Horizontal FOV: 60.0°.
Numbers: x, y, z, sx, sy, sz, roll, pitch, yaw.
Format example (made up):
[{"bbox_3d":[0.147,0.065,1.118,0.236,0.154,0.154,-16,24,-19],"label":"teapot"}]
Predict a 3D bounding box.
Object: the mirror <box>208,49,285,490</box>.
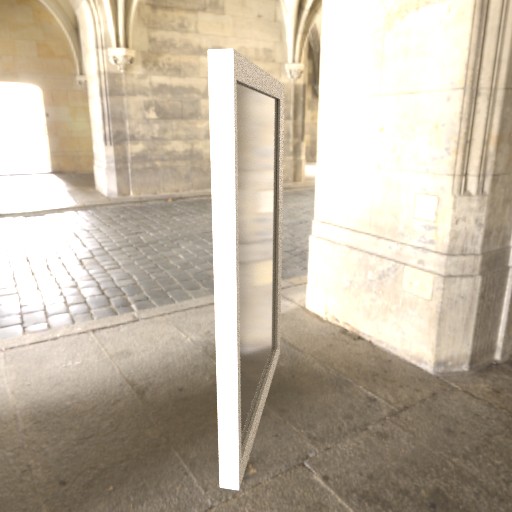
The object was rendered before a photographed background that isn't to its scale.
[{"bbox_3d":[0.000,0.000,0.922,0.040,0.710,0.507,3,16,11],"label":"mirror"}]
